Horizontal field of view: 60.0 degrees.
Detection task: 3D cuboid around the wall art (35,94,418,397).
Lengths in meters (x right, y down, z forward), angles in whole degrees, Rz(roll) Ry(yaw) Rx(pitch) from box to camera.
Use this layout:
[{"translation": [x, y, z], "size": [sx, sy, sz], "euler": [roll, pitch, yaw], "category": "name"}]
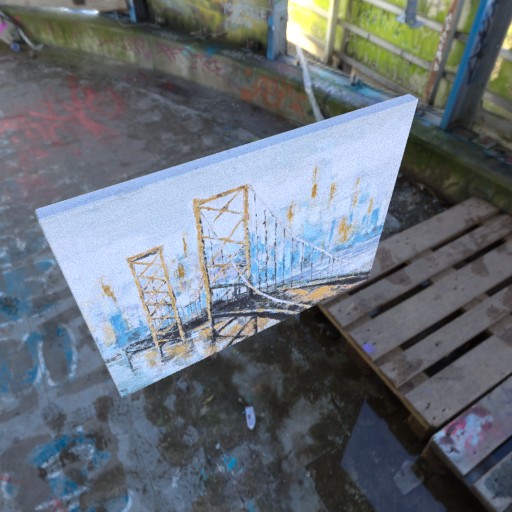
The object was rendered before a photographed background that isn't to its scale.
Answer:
[{"translation": [0.000, 0.000, 1.335], "size": [1.016, 0.762, 0.038], "euler": [-22, 50, -20], "category": "wall art"}]
